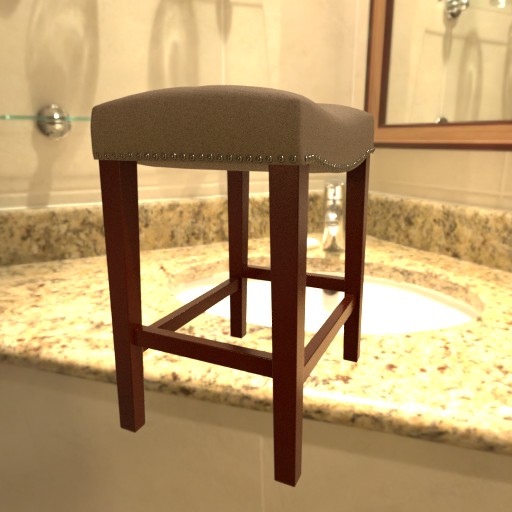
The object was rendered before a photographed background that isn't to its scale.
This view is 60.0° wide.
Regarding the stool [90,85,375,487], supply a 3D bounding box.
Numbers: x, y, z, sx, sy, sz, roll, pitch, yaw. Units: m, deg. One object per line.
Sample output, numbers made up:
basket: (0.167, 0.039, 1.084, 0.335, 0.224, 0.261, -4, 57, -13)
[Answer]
stool: (0.000, 0.000, 0.932, 0.375, 0.632, 0.509, 7, 17, 24)
